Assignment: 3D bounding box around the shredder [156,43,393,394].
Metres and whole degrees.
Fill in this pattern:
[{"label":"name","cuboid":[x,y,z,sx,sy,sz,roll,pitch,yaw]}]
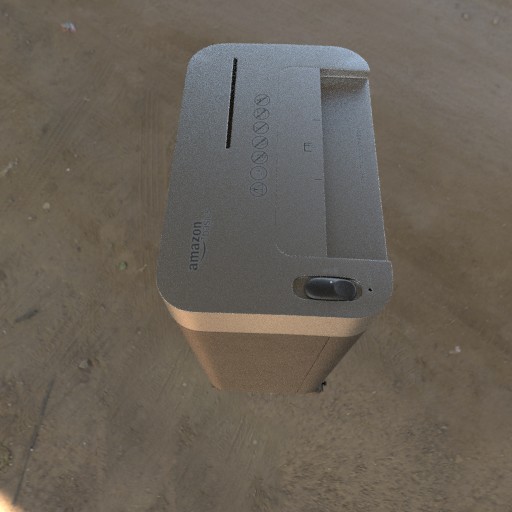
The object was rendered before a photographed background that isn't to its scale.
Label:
[{"label":"shredder","cuboid":[0.000,0.000,0.599,0.237,0.419,0.311,2,63,1]}]
